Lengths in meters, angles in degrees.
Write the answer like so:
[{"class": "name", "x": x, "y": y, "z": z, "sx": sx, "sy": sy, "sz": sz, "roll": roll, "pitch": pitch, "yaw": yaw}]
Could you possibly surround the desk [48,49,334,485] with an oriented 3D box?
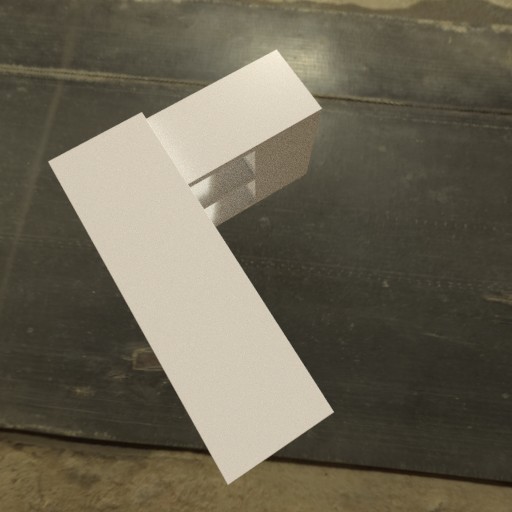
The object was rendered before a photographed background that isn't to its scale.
[{"class": "desk", "x": 0.000, "y": 0.000, "z": 2.221, "sx": 1.200, "sy": 0.753, "sz": 1.524, "roll": -31, "pitch": 77, "yaw": -8}]
